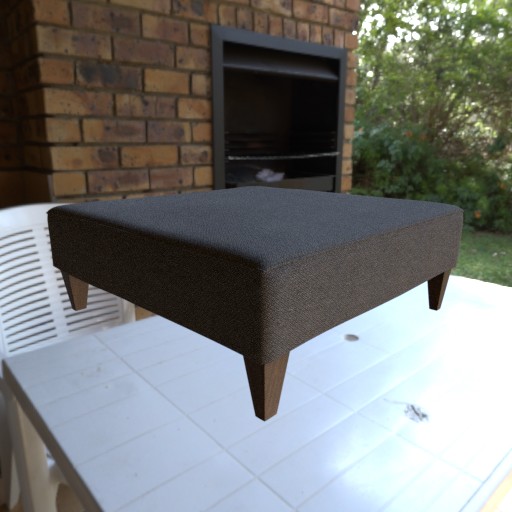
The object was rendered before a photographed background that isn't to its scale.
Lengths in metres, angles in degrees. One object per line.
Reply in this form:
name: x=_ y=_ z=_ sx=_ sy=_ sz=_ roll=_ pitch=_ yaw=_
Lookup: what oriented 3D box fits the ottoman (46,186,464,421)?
ottoman: x=0.000 y=0.000 z=1.473 sx=0.981 sy=0.378 sz=0.970 roll=14 pitch=20 yaw=42
